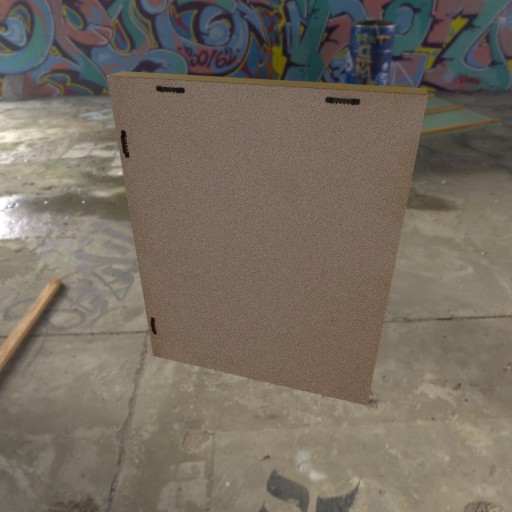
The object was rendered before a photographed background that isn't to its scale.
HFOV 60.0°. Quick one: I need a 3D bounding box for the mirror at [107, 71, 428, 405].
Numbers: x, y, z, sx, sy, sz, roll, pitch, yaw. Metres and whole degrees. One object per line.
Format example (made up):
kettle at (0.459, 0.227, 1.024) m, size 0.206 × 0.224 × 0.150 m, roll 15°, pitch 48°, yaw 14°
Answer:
mirror at (0.000, 0.000, 0.683) m, size 0.405 × 0.508 × 0.041 m, roll 9°, pitch 33°, yaw 14°
